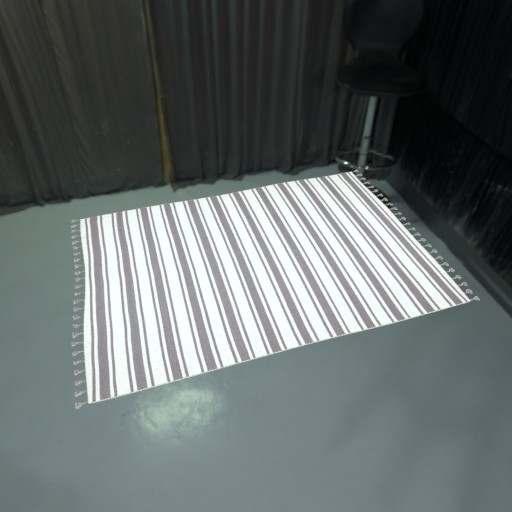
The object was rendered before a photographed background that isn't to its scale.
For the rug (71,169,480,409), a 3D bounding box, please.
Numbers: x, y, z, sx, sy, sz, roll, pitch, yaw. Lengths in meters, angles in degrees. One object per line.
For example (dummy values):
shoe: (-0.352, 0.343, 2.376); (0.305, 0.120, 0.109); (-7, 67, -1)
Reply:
rug: (0.000, 0.000, 3.814); (3.040, 0.017, 2.030); (-12, 43, -13)
